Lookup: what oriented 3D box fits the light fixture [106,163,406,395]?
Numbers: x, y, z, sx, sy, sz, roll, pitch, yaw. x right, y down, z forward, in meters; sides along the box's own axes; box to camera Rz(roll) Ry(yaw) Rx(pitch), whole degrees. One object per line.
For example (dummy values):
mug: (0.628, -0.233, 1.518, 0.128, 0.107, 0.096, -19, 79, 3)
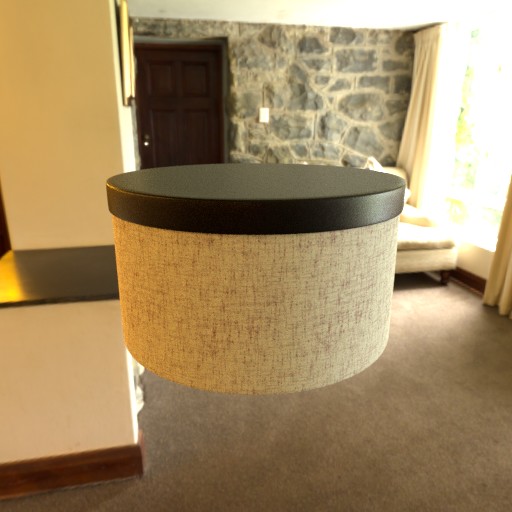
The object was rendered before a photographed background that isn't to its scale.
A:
light fixture: (0.000, 0.000, 0.636, 0.389, 0.229, 0.389, 0, 17, 0)
